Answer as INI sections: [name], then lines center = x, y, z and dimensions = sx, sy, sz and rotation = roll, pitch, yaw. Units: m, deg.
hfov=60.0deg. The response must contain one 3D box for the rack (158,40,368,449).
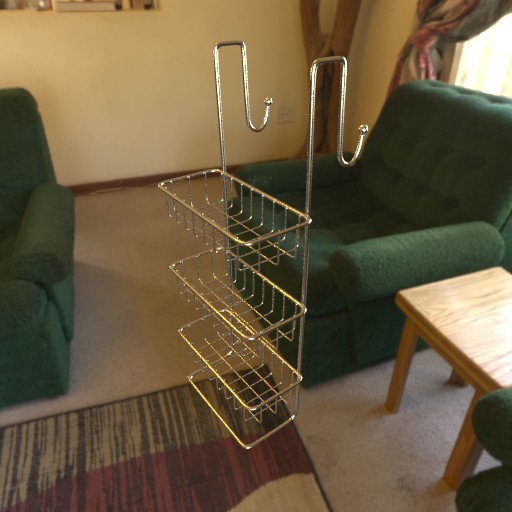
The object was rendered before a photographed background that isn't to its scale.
[rack]
center = 0.000, 0.000, 0.675
dimensions = 0.202, 0.574, 0.228
rotation = -21, 37, -31
